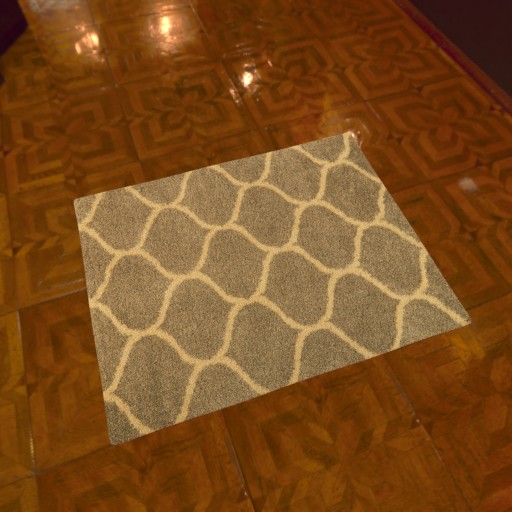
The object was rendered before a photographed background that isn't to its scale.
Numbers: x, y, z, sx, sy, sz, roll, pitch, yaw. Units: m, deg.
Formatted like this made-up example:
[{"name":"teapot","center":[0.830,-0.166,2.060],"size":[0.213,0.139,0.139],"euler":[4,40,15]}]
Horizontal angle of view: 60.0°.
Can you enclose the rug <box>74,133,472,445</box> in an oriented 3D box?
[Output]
[{"name":"rug","center":[0.000,0.000,4.030],"size":[3.000,0.026,2.399],"euler":[-16,59,-10]}]
